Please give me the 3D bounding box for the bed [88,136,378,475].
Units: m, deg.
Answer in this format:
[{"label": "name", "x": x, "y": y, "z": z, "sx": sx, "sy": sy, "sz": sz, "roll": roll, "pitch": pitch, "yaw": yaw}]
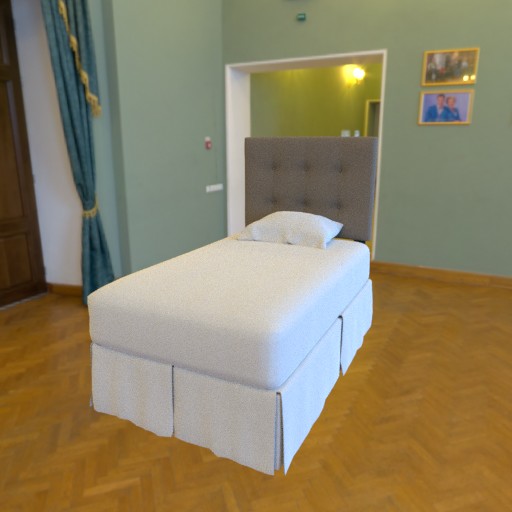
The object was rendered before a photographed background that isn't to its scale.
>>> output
[{"label": "bed", "x": 0.000, "y": 0.000, "z": 2.998, "sx": 1.261, "sy": 1.571, "sz": 1.997, "roll": 7, "pitch": 16, "yaw": 25}]
